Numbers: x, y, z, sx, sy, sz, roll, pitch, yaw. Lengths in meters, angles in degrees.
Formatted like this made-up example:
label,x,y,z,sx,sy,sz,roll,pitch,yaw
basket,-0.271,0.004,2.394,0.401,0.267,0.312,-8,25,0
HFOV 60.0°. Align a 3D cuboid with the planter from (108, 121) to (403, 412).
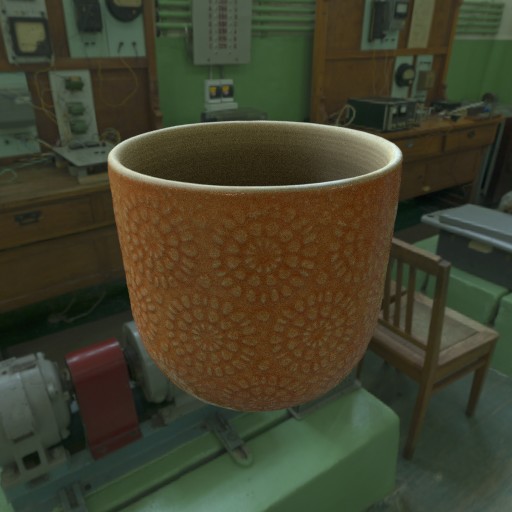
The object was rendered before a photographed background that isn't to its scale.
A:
label,x,y,z,sx,sy,sz,roll,pitch,yaw
planter,0.000,0.000,0.291,0.170,0.152,0.170,0,27,0
